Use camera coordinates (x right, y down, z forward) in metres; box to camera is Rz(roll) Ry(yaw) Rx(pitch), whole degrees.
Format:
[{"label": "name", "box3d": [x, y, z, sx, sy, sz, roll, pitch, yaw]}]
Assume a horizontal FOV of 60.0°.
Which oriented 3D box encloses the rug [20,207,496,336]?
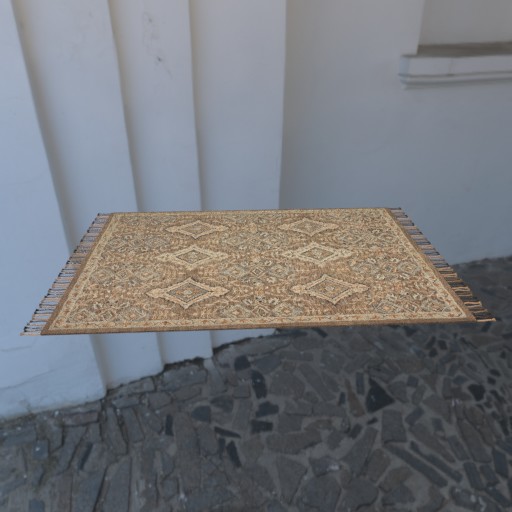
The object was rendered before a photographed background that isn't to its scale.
[{"label": "rug", "box3d": [0.000, 0.000, 2.919, 2.434, 0.010, 1.516, -1, 29, -2]}]
